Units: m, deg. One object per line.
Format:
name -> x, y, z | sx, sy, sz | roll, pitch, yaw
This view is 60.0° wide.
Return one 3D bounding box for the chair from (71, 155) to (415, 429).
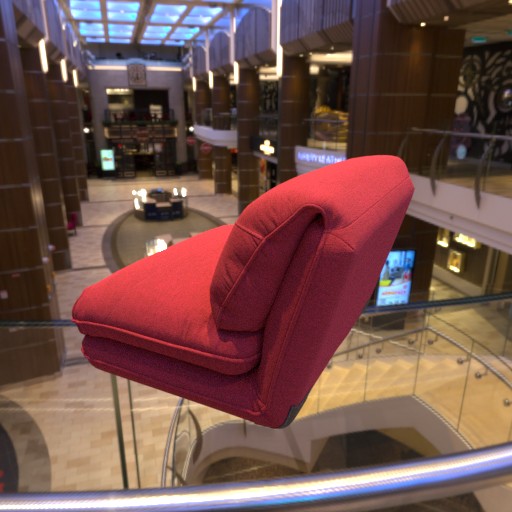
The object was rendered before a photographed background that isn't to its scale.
chair -> 0.000, 0.000, 1.353 | 0.780, 0.580, 0.820 | 9, 21, 26
